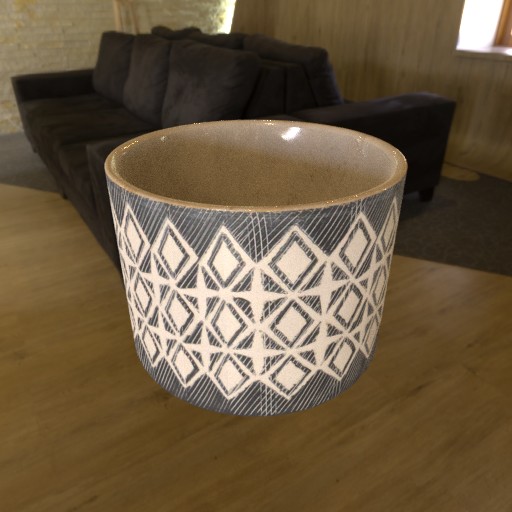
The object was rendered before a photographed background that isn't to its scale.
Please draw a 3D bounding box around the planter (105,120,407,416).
[{"bbox_3d":[0.000,0.000,0.218,0.126,0.104,0.126,0,29,0],"label":"planter"}]
